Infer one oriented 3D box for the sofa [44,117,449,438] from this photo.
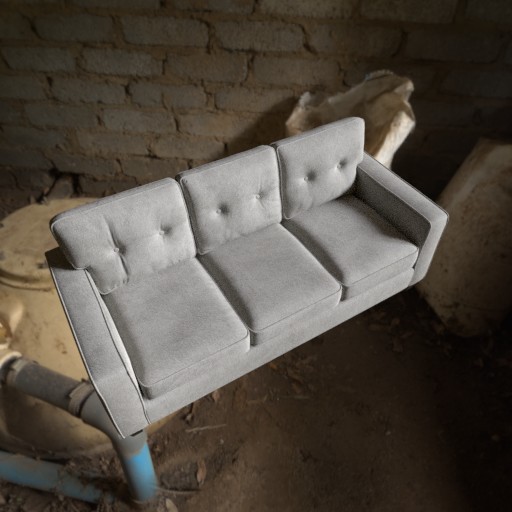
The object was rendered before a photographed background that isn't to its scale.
[{"bbox_3d":[0.000,0.000,2.600,2.133,0.965,0.939,-23,51,-21],"label":"sofa"}]
